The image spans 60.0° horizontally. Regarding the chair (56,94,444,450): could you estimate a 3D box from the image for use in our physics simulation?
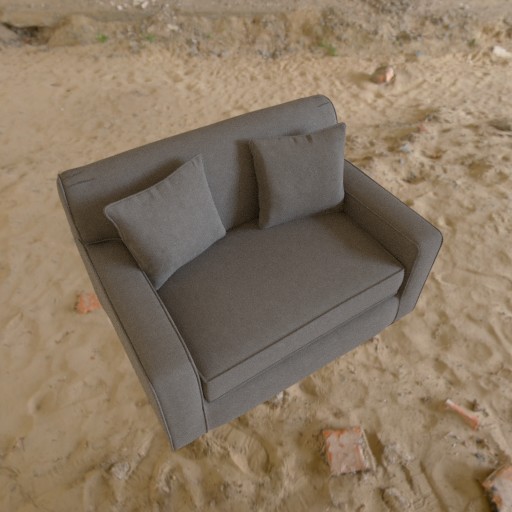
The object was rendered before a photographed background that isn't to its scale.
[{"bbox_3d":[0.000,0.000,2.066,1.395,0.953,0.992,-24,51,-21],"label":"chair"}]
